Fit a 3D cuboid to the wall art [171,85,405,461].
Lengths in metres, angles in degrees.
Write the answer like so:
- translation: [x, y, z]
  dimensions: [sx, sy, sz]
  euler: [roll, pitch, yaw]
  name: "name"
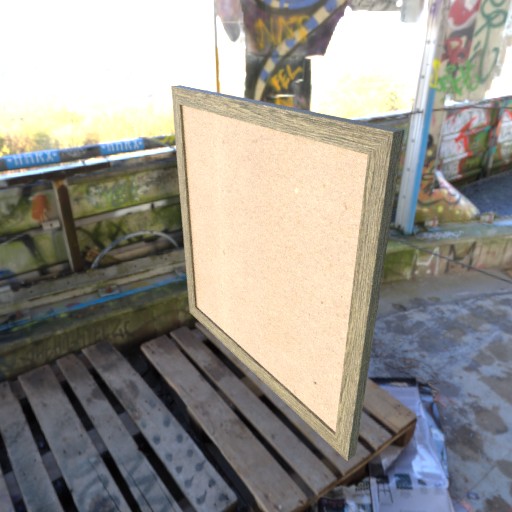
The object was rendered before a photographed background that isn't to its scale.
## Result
- translation: [0.000, 0.000, 0.765]
  dimensions: [0.019, 0.508, 0.508]
  euler: [-19, 33, -32]
  name: "wall art"
